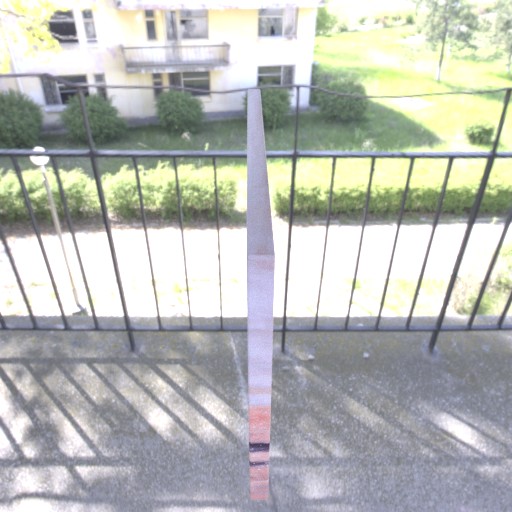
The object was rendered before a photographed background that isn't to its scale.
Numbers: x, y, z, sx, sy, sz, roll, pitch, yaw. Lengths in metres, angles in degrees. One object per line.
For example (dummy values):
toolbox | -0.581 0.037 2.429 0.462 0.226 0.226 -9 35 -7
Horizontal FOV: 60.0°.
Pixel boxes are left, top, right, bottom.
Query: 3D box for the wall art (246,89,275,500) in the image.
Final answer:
wall art | 0.000 0.000 1.129 0.038 0.609 0.913 0 34 -1
